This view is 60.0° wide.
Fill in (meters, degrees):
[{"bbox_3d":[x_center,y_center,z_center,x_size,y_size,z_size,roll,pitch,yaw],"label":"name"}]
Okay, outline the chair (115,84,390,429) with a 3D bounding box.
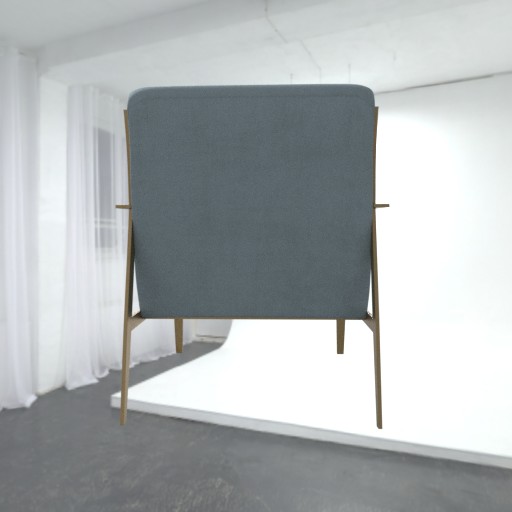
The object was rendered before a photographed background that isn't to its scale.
[{"bbox_3d":[0.000,0.000,1.467,0.701,0.824,0.842,0,0,2],"label":"chair"}]
